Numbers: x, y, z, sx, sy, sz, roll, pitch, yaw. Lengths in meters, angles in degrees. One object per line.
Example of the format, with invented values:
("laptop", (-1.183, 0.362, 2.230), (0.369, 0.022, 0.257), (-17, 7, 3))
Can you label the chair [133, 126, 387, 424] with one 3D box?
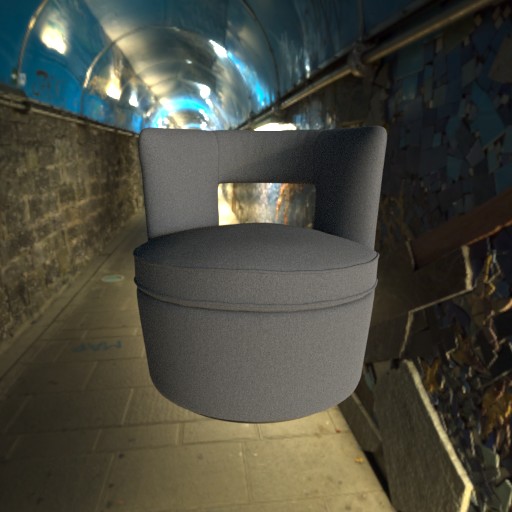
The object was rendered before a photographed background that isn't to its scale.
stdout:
("chair", (0.000, 0.000, 1.270), (0.689, 0.719, 0.660), (2, 14, 8))
